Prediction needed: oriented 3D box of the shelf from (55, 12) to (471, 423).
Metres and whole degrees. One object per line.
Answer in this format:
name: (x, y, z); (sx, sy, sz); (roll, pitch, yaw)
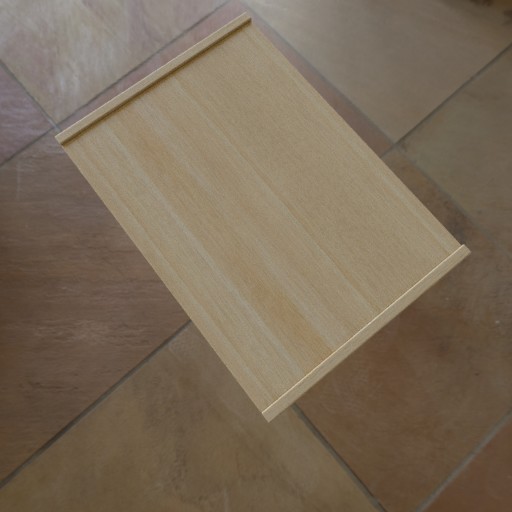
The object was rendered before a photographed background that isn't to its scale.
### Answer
shelf: (0.000, 0.000, 0.798); (0.290, 0.592, 0.414); (-37, 79, -9)
